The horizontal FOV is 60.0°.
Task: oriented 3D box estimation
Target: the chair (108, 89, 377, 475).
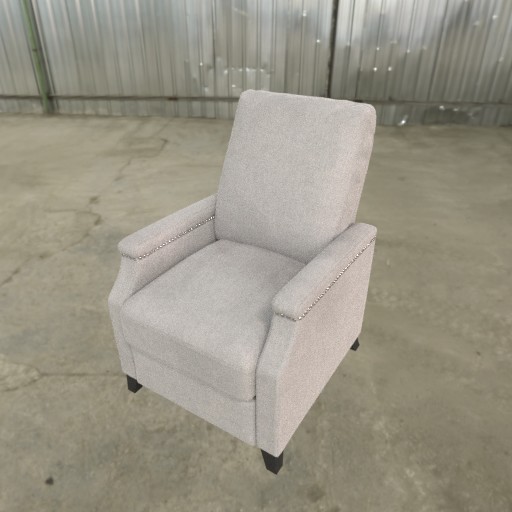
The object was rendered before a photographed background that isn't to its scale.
[{"bbox_3d":[0.000,0.000,1.656,0.710,1.049,0.922,18,35,28],"label":"chair"}]
